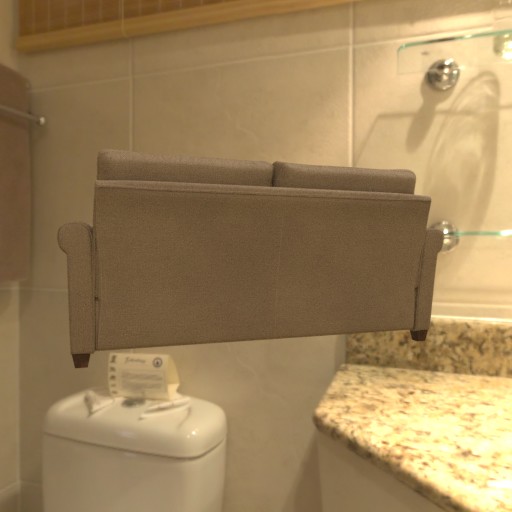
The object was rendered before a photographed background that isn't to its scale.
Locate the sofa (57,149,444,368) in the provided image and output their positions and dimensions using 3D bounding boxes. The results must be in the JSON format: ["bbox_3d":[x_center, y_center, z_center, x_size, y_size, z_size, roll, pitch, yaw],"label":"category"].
[{"bbox_3d":[0.000,0.000,2.414,1.935,0.942,0.842,0,1,-19],"label":"sofa"}]
